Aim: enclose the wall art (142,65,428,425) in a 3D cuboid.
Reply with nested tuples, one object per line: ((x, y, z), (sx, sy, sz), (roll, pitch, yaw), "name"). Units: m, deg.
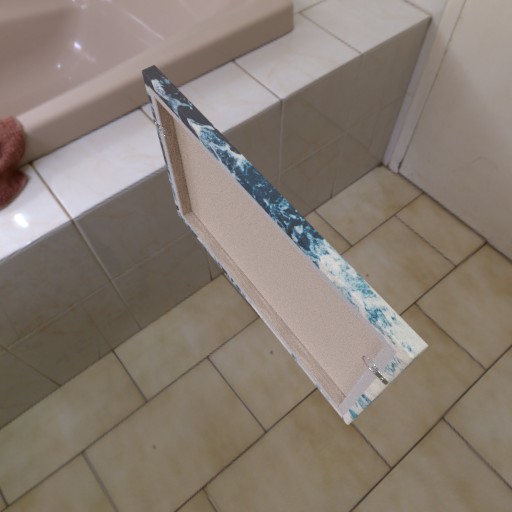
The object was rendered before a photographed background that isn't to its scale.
((0.000, 0.000, 1.182), (0.042, 0.610, 0.915), (-33, 65, -18), "wall art")
